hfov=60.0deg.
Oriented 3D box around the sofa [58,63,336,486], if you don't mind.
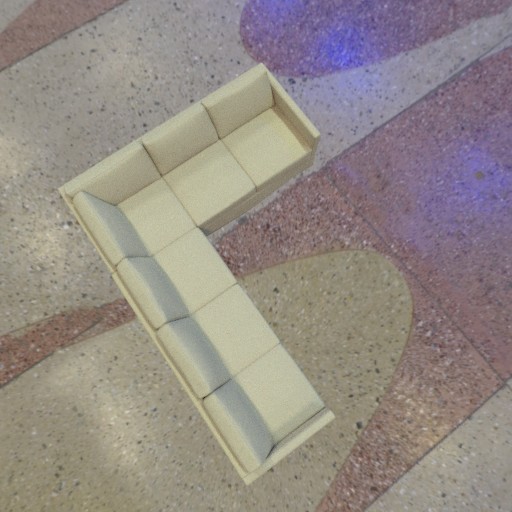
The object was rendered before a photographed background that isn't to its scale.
[{"bbox_3d":[0.000,0.000,4.312,2.432,0.871,3.182,-35,78,-8],"label":"sofa"}]
